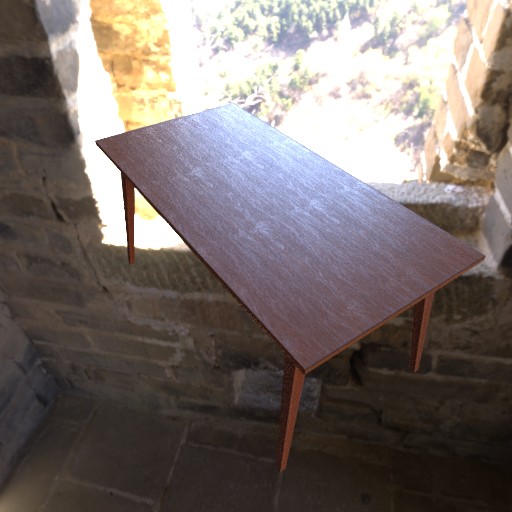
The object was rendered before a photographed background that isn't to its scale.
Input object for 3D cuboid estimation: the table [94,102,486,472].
[{"bbox_3d":[0.000,0.000,2.095,0.811,0.755,1.609,-25,47,-25],"label":"table"}]
